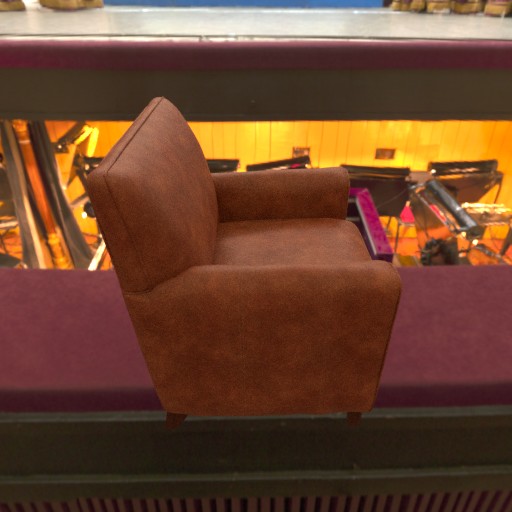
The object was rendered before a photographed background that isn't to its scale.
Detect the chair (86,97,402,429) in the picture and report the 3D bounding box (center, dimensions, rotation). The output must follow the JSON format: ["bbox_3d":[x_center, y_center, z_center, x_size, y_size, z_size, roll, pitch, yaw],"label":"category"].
[{"bbox_3d":[0.000,0.000,1.599,0.823,0.943,0.870,0,32,0],"label":"chair"}]
